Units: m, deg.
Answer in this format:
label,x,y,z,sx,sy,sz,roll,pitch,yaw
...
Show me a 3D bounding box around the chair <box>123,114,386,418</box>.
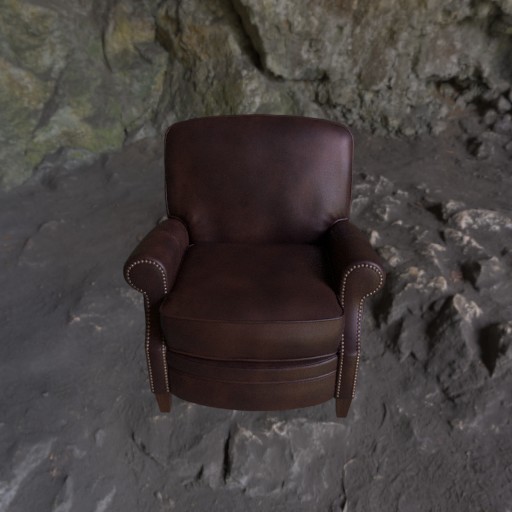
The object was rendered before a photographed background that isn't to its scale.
label,x,y,z,sx,sy,sz,roll,pitch,yaw
chair,0.000,0.000,1.833,0.936,1.018,0.986,1,28,2
